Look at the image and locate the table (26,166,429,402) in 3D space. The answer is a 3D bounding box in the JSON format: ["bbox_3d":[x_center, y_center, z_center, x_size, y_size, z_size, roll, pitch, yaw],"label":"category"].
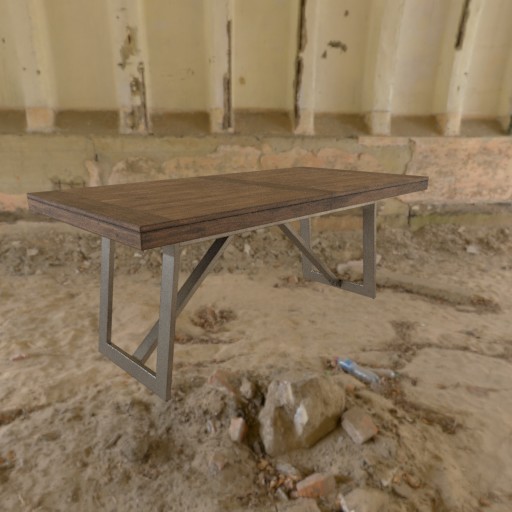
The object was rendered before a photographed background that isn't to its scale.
[{"bbox_3d":[0.000,0.000,2.333,1.867,0.757,0.931,-16,22,-43],"label":"table"}]
